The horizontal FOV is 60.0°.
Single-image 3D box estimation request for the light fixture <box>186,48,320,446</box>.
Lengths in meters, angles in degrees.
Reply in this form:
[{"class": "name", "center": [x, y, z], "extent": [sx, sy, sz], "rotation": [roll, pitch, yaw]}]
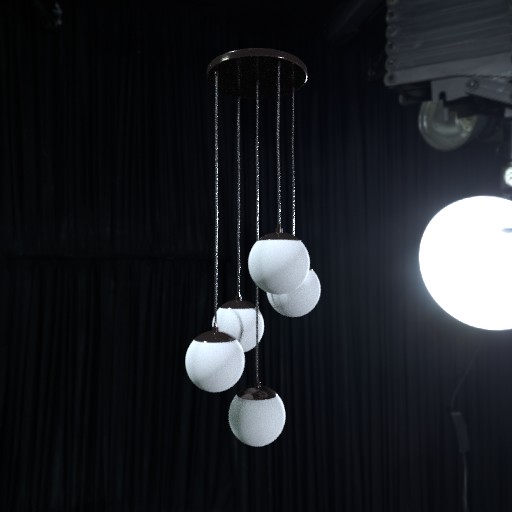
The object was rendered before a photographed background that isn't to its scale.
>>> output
[{"class": "light fixture", "center": [0.000, 0.000, 1.519], "extent": [0.484, 1.271, 0.489], "rotation": [1, -2, -17]}]
